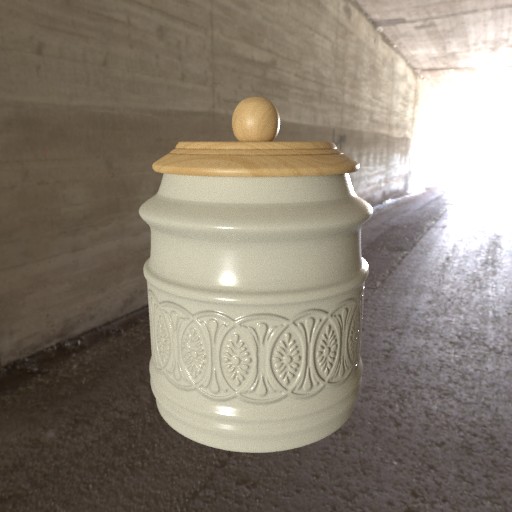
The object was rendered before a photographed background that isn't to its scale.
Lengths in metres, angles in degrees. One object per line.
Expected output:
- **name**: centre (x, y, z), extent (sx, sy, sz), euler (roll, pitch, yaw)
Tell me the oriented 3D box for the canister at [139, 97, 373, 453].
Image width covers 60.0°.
- **canister**: centre (0.000, 0.000, 0.261), extent (0.130, 0.176, 0.130), euler (0, 14, 0)
